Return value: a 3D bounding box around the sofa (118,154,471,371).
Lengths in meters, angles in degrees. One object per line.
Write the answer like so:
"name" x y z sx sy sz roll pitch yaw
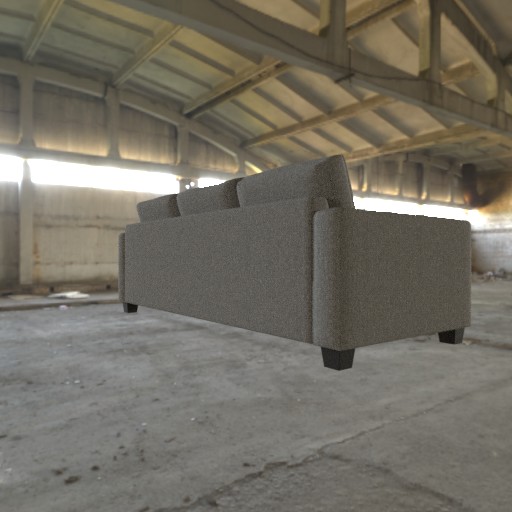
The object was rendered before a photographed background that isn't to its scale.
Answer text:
"sofa" 0.000 0.000 2.596 0.900 0.800 2.120 0 0 -37
